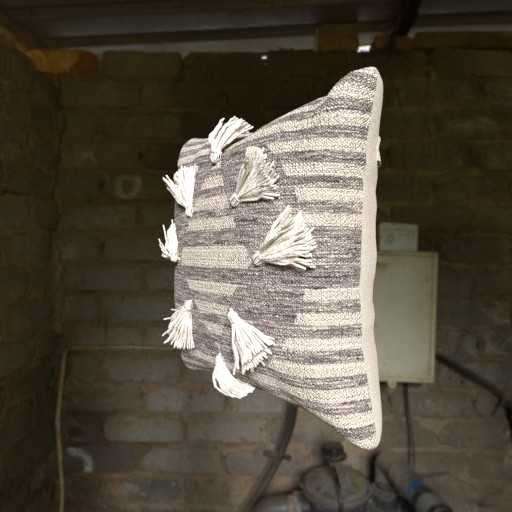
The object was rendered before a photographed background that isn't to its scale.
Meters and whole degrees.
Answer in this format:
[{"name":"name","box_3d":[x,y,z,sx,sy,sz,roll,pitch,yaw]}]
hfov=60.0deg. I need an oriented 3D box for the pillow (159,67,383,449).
[{"name":"pillow","box_3d":[0.000,0.000,0.746,0.234,0.490,0.484,0,1,-37]}]
